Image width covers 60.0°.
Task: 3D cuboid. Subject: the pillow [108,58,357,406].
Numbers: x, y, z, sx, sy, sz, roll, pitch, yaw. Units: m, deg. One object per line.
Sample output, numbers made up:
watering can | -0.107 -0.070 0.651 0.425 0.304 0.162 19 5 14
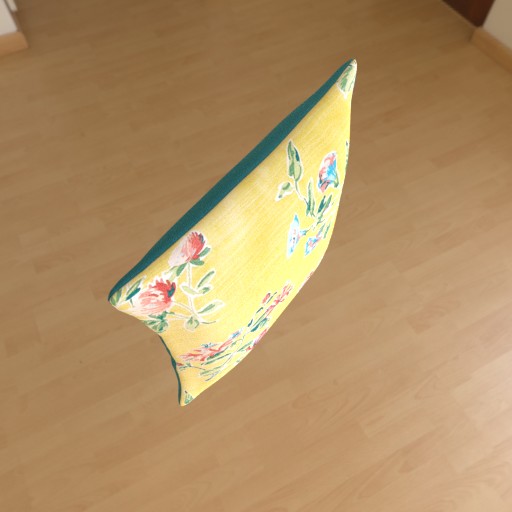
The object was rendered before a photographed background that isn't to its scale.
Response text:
pillow | 0.000 0.000 0.807 0.166 0.508 0.525 33 65 18
